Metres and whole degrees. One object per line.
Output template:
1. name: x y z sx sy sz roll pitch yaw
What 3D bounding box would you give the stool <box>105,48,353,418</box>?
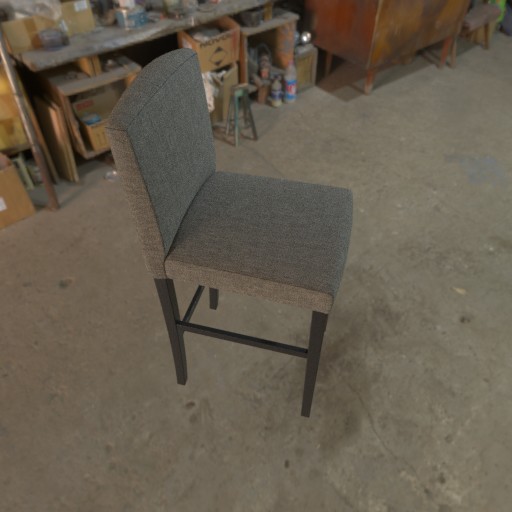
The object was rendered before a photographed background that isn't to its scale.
1. stool: 0.000 0.000 1.401 0.552 1.138 0.451 11 46 10
